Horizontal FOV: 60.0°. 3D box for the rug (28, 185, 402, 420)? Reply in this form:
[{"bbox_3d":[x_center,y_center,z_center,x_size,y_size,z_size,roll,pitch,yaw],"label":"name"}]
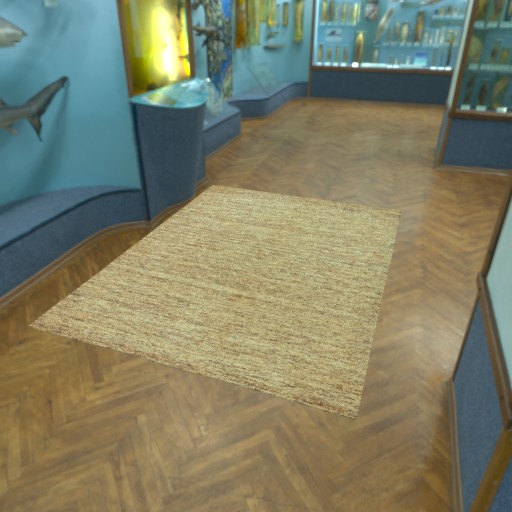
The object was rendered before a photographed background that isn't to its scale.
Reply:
[{"bbox_3d":[0.000,0.000,4.238,2.438,0.012,3.200,10,31,18],"label":"rug"}]
